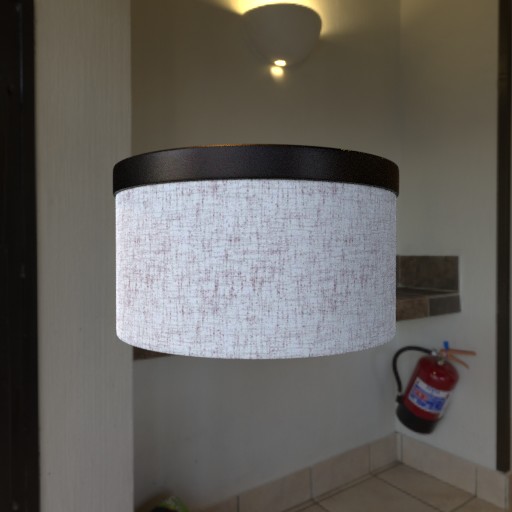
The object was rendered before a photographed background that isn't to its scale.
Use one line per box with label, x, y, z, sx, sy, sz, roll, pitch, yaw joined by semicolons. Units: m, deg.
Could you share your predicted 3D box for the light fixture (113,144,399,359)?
light fixture;0.000;0.000;0.634;0.389;0.229;0.389;0;1;0
